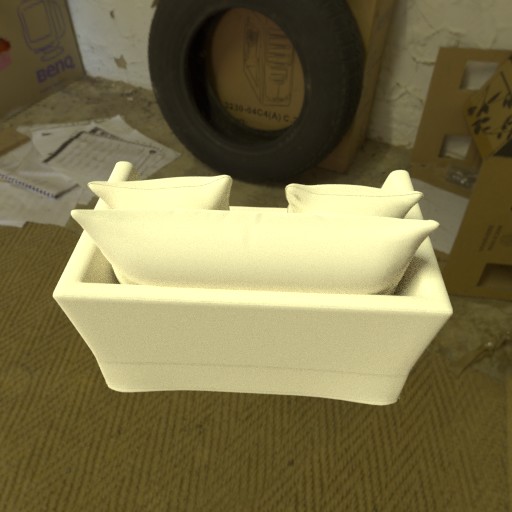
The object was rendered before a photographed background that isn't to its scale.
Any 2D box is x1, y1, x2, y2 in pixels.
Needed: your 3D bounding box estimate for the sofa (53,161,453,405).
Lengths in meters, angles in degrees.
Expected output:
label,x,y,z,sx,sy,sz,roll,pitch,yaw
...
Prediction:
label,x,y,z,sx,sy,sz,roll,pitch,yaw
sofa,0.000,0.000,2.242,1.608,1.039,1.026,2,45,2
